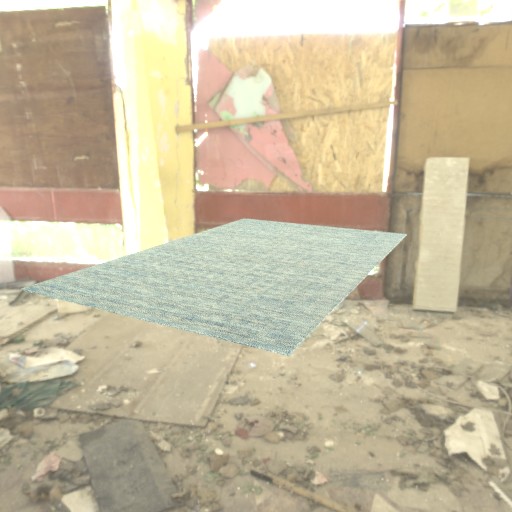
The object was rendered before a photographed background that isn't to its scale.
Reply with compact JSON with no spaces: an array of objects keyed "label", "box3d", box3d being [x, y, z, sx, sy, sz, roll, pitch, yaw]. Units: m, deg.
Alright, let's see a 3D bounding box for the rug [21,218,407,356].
[{"label":"rug","box3d":[0.000,0.000,2.212,1.142,0.006,1.752,8,17,27]}]
